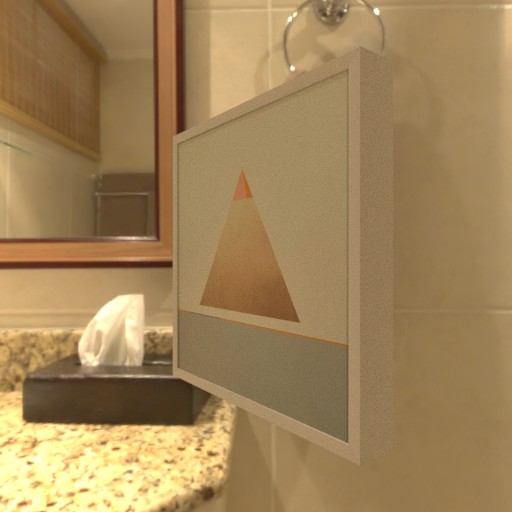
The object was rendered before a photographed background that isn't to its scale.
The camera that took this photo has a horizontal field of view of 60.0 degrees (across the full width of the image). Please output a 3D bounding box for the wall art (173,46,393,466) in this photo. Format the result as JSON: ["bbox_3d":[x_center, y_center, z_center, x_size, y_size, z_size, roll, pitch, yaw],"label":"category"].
[{"bbox_3d":[0.000,0.000,0.455,0.038,0.304,0.305,0,0,-37],"label":"wall art"}]
